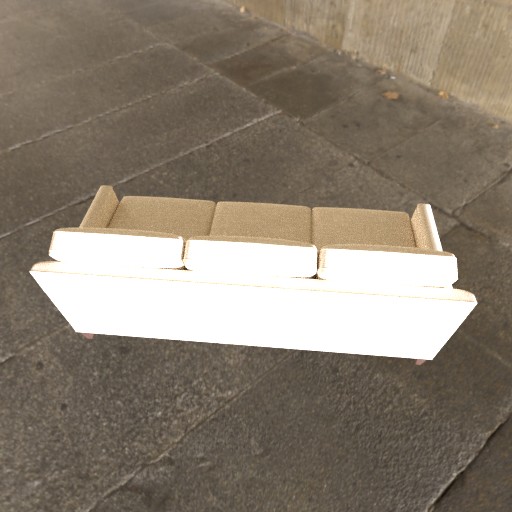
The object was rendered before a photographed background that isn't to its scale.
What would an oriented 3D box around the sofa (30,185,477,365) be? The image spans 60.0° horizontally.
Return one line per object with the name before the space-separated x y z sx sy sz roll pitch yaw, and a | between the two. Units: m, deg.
sofa | 0.000 0.000 2.766 2.210 0.940 1.041 4 47 3
